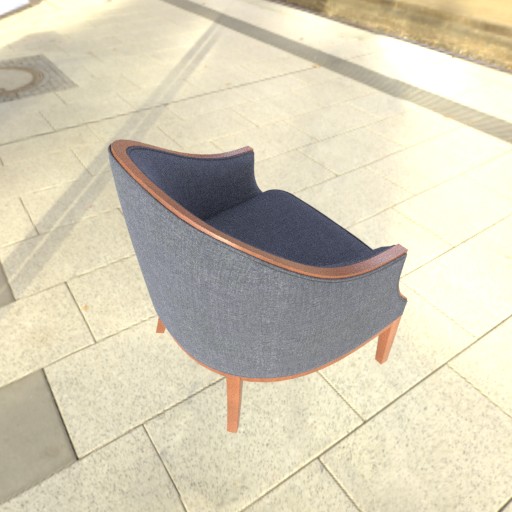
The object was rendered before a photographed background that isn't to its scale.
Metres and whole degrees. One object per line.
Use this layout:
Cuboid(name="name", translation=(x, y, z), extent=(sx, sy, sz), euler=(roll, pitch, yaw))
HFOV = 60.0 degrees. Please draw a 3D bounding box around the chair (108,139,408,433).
Cuboid(name="chair", translation=(0.000, 0.000, 1.482), extent=(0.735, 0.876, 0.803), euler=(-26, 48, -27))
